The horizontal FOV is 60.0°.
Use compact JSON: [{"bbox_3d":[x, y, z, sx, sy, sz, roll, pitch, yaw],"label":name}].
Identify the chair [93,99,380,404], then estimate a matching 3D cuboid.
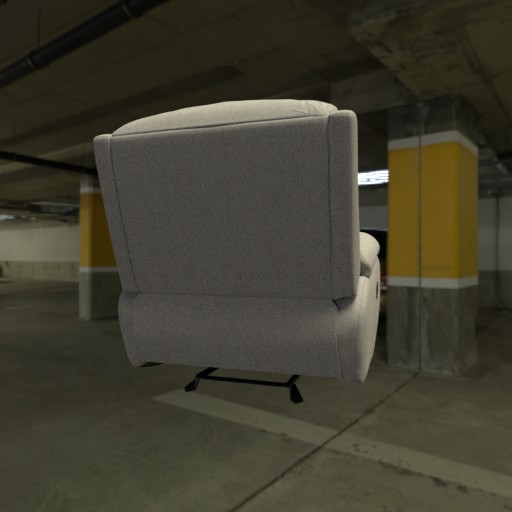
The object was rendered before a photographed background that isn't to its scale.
[{"bbox_3d":[0.000,0.000,1.768,0.930,1.011,0.899,0,0,18],"label":"chair"}]
